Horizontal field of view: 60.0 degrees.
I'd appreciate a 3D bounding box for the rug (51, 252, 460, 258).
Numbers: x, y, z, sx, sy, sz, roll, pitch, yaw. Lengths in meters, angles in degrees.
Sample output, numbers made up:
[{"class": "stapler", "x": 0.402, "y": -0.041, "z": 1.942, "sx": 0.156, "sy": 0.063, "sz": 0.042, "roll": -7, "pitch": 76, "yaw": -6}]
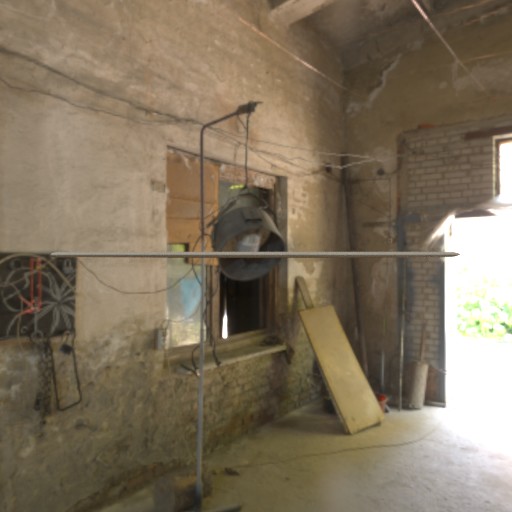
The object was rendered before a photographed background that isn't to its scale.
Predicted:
[{"class": "rug", "x": 0.000, "y": 0.000, "z": 2.664, "sx": 1.525, "sy": 0.020, "sz": 2.081, "roll": 0, "pitch": 0, "yaw": 0}]
